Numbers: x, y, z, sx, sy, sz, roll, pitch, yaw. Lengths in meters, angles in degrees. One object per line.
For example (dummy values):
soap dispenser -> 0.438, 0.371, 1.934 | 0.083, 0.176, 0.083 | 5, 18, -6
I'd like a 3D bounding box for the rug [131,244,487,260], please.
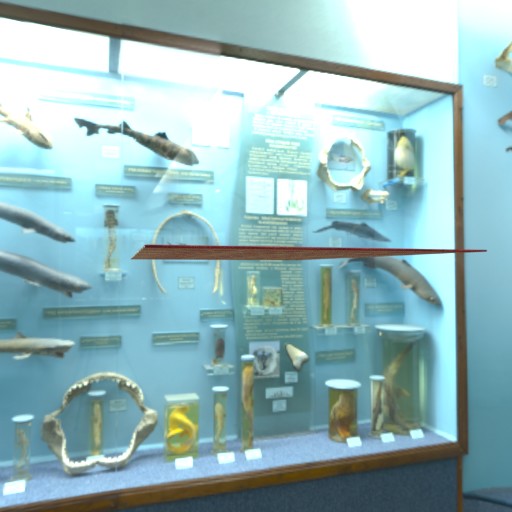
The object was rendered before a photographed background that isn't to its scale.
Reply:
rug -> 0.000, 0.000, 2.313 | 1.223, 0.008, 1.817 | 0, -2, -17
